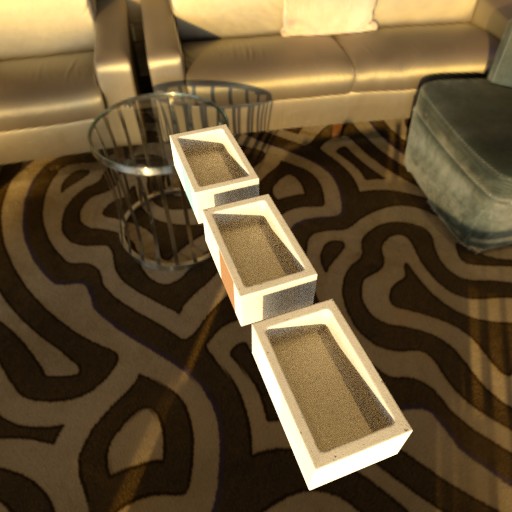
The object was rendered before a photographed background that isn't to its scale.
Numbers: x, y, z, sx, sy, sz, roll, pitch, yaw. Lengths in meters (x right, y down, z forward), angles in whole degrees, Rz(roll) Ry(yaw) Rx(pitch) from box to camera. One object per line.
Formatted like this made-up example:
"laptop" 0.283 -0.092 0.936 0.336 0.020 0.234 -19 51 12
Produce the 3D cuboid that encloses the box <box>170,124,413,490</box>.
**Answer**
"box" 0.000 0.000 0.489 0.082 0.051 0.461 -15 49 -14
